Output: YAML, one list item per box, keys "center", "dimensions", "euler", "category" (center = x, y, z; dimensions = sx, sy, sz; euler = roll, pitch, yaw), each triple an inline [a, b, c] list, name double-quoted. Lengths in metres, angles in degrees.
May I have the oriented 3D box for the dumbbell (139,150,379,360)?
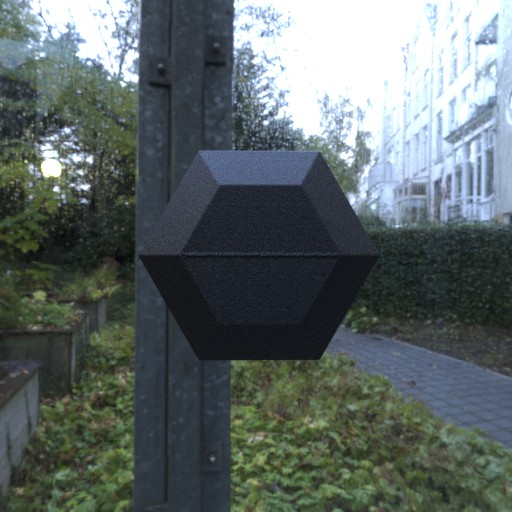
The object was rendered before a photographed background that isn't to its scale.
- center: [0.000, 0.000, 0.404]
  dimensions: [0.142, 0.123, 0.337]
  euler: [0, 0, -1]
  category: "dumbbell"
